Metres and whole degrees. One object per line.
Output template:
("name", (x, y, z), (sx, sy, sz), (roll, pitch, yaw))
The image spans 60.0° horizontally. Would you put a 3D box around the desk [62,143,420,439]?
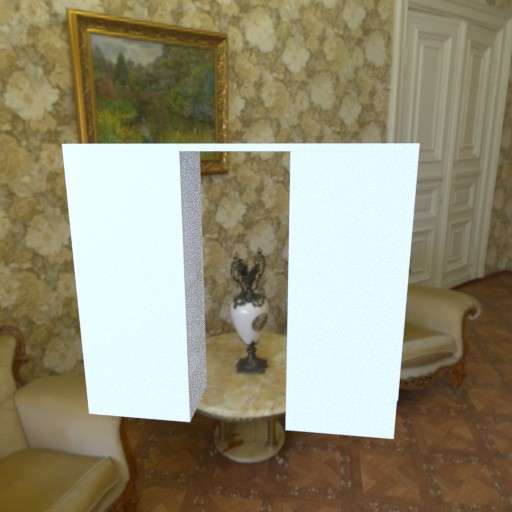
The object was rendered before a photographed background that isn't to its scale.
("desk", (0.000, 0.000, 1.681), (0.926, 0.818, 0.940), (2, 14, 7))
